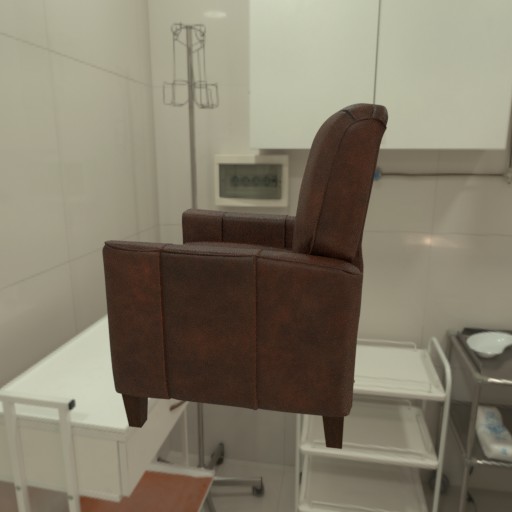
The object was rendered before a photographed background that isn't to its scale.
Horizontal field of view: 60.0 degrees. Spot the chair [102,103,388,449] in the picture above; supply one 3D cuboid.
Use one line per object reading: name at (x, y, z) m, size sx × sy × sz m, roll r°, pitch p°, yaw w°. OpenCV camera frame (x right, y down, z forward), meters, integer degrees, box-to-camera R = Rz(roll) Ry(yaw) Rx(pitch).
chair at (0.000, 0.000, 1.665) m, size 0.836 × 1.043 × 0.843 m, roll 2°, pitch 13°, yaw 10°
